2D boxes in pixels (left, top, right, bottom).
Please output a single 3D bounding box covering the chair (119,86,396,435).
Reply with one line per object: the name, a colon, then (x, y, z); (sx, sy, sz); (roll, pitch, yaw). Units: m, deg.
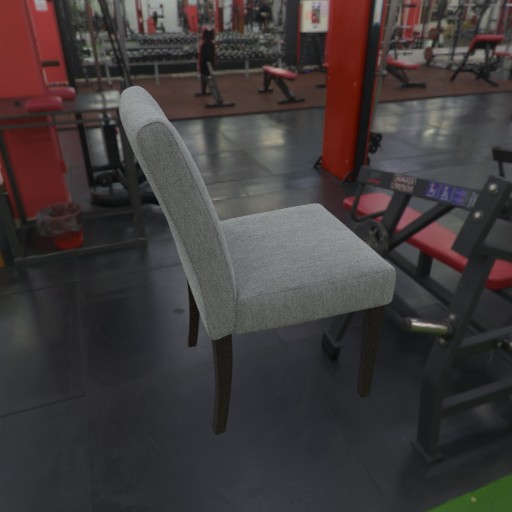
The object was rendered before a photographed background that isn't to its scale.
chair: (0.000, 0.000, 1.263); (0.629, 0.884, 0.487); (-9, 31, -16)
